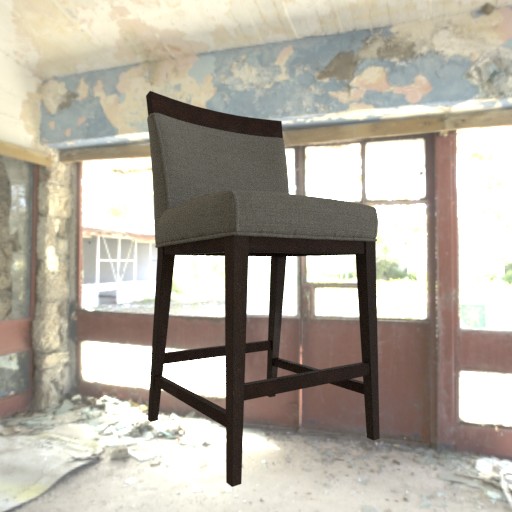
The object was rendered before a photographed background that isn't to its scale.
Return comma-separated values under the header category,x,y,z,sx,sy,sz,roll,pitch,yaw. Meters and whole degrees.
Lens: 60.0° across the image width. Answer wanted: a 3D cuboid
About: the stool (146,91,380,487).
category,x,y,z,sx,sy,sz,roll,pitch,yaw
stool,0.000,0.000,1.312,0.512,1.009,0.531,1,-1,-34
